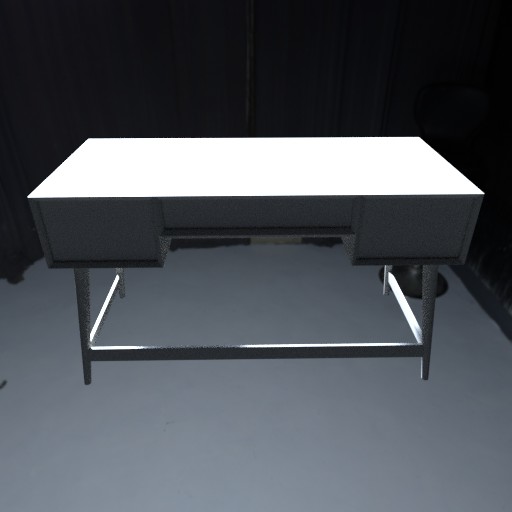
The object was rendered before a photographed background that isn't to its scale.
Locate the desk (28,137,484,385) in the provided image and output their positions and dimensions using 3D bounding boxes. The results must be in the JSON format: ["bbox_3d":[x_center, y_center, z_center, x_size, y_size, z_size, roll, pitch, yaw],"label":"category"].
[{"bbox_3d":[0.000,0.000,1.723,1.313,0.762,0.589,-1,31,-1],"label":"desk"}]
